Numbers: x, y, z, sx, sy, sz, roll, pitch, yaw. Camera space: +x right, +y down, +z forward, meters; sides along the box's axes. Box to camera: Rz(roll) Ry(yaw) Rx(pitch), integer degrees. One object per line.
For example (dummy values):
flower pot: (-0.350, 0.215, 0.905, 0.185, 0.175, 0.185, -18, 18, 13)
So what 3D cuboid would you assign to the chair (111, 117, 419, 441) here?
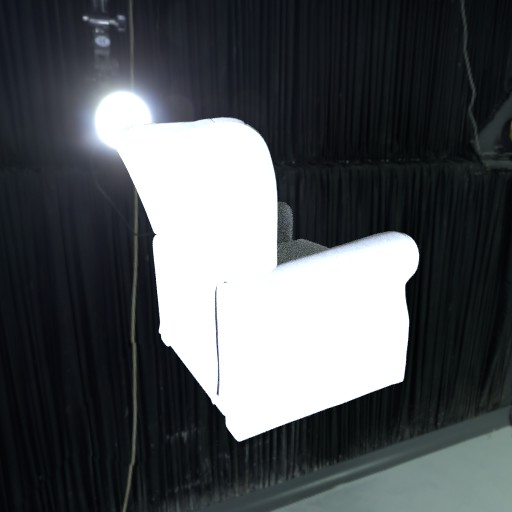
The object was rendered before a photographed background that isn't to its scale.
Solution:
chair: (0.000, 0.000, 1.668, 0.854, 0.967, 0.906, -8, 17, -27)
